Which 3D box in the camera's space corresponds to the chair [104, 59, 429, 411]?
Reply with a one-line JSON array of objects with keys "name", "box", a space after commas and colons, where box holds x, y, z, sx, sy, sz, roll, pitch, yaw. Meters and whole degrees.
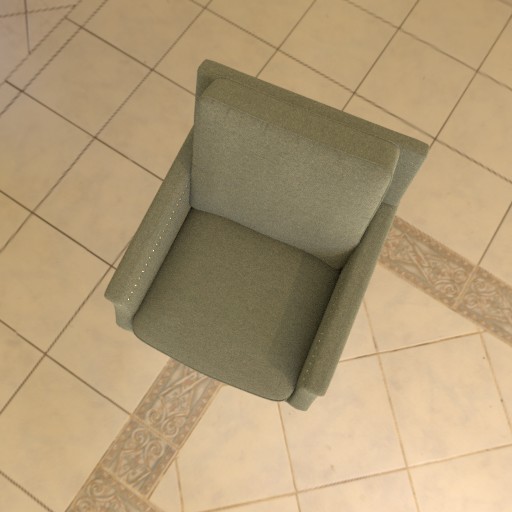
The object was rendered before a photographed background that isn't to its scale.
[{"name": "chair", "box": [0.000, 0.000, 1.822, 0.885, 1.031, 1.031, 23, 77, 6]}]
